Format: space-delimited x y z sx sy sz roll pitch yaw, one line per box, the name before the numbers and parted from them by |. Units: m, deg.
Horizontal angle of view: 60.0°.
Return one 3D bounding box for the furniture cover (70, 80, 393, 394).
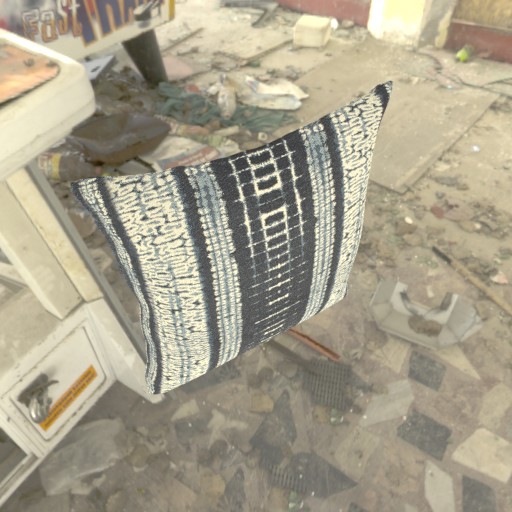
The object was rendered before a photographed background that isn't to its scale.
furniture cover | 0.000 0.000 0.662 0.425 0.435 0.133 -24 51 -21
